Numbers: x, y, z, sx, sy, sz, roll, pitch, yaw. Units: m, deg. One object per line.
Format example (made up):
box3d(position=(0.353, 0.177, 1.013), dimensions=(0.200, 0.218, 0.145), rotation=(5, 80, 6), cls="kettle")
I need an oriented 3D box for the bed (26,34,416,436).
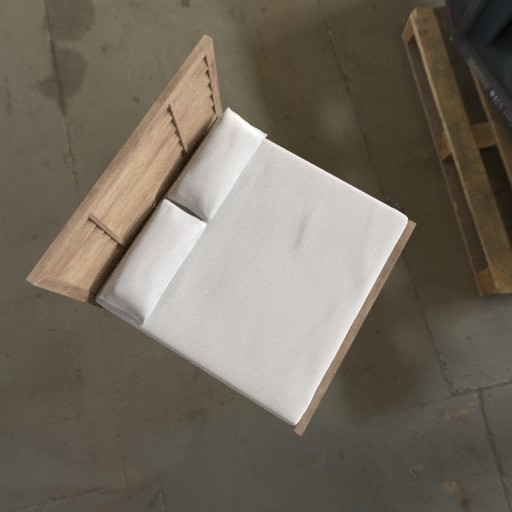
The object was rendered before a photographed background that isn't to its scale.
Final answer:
box3d(position=(0.000, 0.000, 3.561), dimensions=(2.062, 1.626, 2.032), rotation=(30, 79, 7), cls="bed")
